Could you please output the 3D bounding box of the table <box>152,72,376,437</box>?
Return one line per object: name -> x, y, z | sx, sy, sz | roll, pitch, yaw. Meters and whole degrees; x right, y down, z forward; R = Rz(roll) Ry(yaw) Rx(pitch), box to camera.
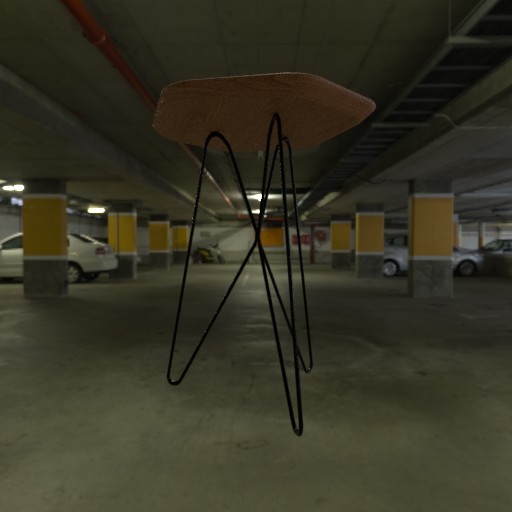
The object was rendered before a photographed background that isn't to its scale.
table -> 0.000, 0.000, 0.911 | 0.400, 0.562, 0.500 | 0, 1, -17
